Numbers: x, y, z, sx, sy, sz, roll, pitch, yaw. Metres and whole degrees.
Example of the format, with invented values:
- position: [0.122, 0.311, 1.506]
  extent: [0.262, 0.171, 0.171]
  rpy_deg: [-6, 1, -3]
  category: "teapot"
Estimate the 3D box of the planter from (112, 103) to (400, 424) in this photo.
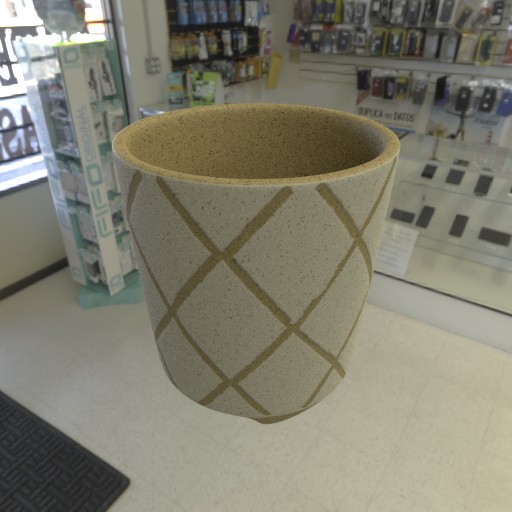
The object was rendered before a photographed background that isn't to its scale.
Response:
- position: [0.000, 0.000, 0.421]
  extent: [0.228, 0.235, 0.228]
  rpy_deg: [0, 31, 0]
  category: "planter"
